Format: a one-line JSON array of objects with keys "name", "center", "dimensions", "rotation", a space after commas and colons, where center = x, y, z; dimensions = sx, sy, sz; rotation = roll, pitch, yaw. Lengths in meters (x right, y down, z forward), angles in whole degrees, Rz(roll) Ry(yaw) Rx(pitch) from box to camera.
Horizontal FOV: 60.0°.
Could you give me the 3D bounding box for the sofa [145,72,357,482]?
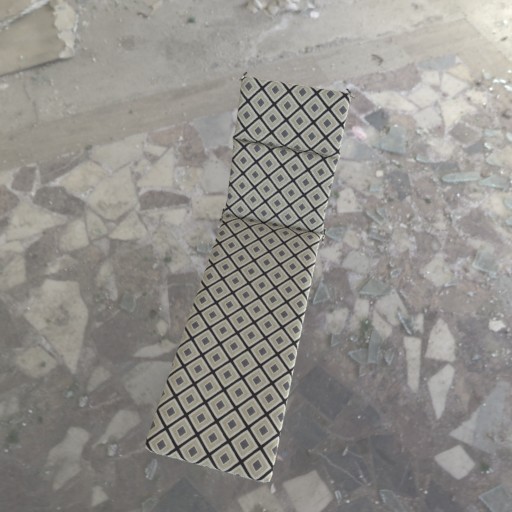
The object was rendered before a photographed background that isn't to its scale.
[{"name": "sofa", "center": [0.000, 0.000, 1.929], "dimensions": [0.582, 0.622, 1.663], "rotation": [12, 60, 7]}]
